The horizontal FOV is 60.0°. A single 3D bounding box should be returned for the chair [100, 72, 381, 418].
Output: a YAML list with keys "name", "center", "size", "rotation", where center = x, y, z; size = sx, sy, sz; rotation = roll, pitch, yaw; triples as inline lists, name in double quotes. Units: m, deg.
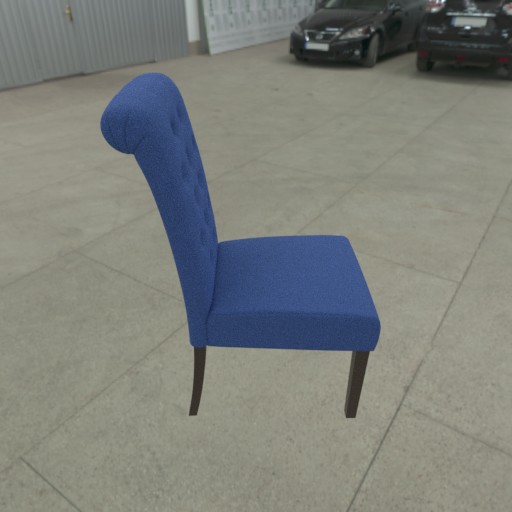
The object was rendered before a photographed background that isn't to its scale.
- name: "chair"
  center: [0.000, 0.000, 1.340]
  size: [0.671, 1.006, 0.456]
  rotation: [-1, 32, -1]
